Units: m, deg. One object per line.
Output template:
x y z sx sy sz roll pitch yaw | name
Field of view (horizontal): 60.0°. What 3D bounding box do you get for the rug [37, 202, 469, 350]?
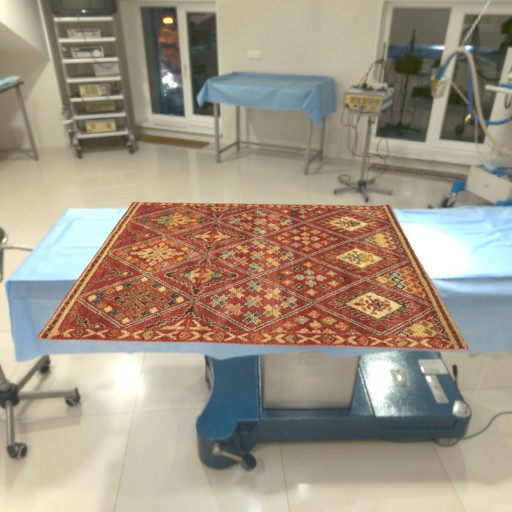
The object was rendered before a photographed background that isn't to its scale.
0.000 0.000 4.212 3.086 0.030 2.489 1 30 2 | rug
